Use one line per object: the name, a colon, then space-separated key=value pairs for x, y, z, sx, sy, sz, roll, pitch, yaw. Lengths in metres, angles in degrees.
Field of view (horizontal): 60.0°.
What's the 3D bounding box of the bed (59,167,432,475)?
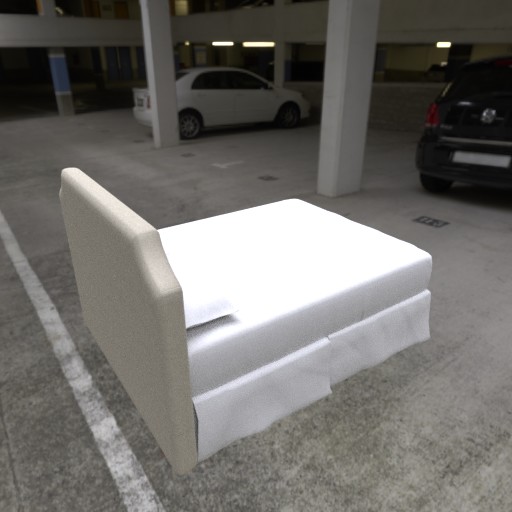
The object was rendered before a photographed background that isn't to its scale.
bed: x=0.000 y=0.000 z=3.118 sx=2.116 sy=1.290 sz=1.693 roll=-17 pitch=31 yaw=-31
